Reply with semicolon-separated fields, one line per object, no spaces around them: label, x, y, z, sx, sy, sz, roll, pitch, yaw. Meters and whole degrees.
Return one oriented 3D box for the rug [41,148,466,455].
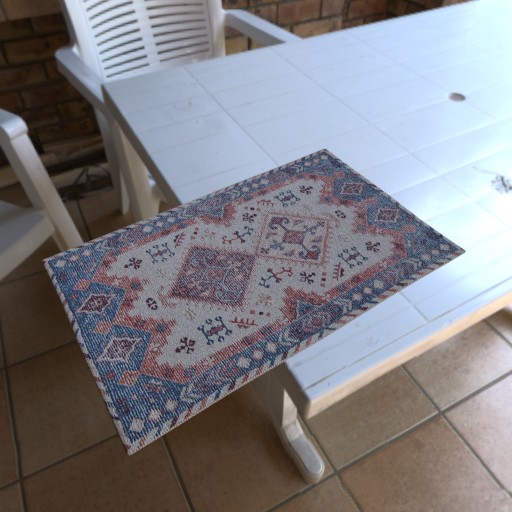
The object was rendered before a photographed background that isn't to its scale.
rug;0.000;0.000;3.007;2.464;0.023;1.521;-26;52;-22
